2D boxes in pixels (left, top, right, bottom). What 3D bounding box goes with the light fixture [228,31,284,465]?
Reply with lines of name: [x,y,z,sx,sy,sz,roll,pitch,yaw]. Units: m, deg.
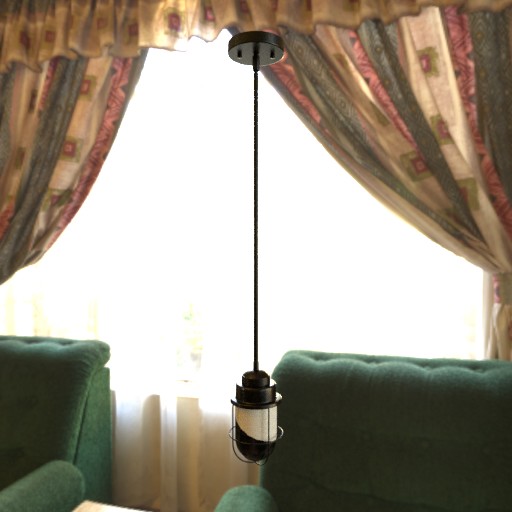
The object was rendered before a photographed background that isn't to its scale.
light fixture: [0.000,0.000,0.974,0.123,0.920,0.123,0,1,-1]
